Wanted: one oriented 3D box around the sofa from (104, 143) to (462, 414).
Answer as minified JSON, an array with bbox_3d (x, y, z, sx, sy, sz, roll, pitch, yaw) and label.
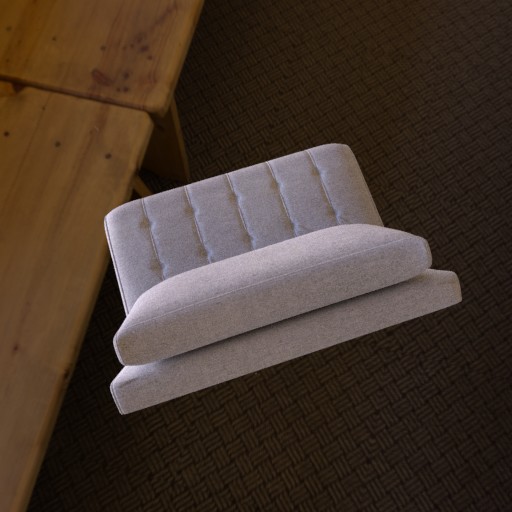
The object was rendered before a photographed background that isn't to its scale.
[{"bbox_3d":[0.000,0.000,1.896,1.220,0.910,0.910,-17,76,-5],"label":"sofa"}]
